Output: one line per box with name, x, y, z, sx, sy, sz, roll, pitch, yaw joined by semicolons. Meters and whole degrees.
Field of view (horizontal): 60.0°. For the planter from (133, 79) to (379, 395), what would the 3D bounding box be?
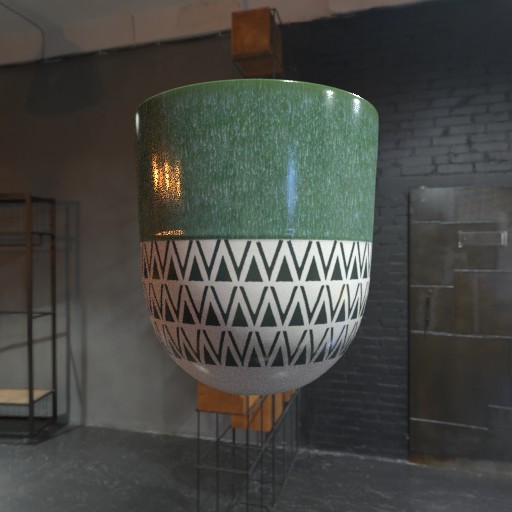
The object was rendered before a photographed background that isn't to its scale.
planter;0.000;0.000;0.365;0.195;0.214;0.195;0;0;0
